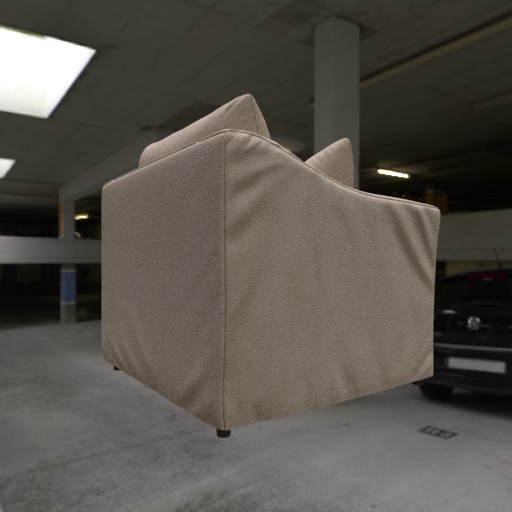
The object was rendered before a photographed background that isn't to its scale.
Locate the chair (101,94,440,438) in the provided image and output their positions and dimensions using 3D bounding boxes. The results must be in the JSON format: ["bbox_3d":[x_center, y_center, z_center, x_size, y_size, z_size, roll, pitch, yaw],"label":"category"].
[{"bbox_3d":[0.000,0.000,2.010,1.071,1.093,1.194,0,0,-35],"label":"chair"}]
